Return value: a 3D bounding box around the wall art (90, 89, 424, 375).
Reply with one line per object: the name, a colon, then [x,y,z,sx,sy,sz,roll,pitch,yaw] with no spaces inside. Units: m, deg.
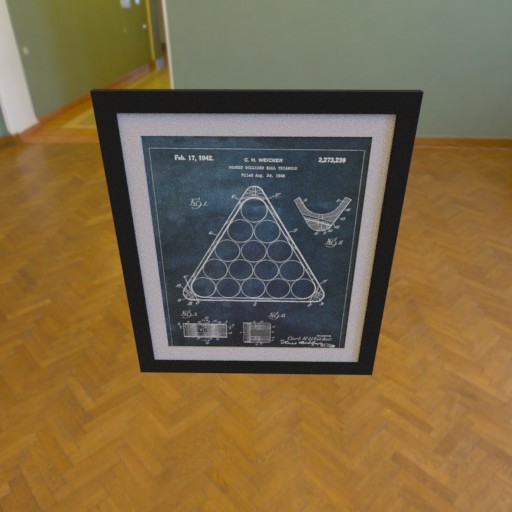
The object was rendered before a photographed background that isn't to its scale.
wall art: [0.000,0.000,0.508,0.311,0.361,0.010,0,30,1]
